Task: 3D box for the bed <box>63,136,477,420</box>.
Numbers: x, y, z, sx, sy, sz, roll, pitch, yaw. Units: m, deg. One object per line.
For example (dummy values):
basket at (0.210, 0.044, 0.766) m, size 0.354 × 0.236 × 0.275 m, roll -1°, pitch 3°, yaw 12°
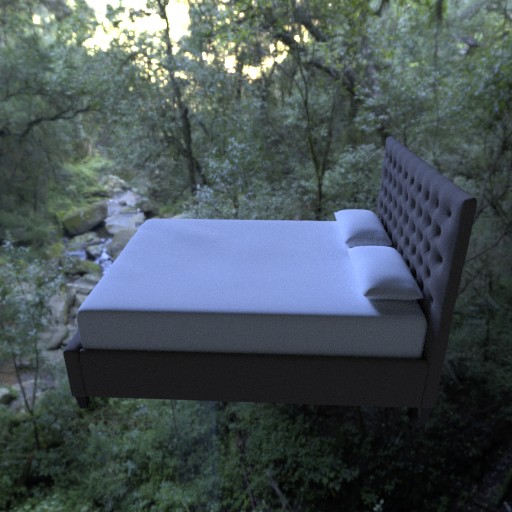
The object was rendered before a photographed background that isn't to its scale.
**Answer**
bed at (0.000, 0.000, 3.208) m, size 2.233 × 1.426 × 1.696 m, roll 1°, pitch 25°, yaw 2°
